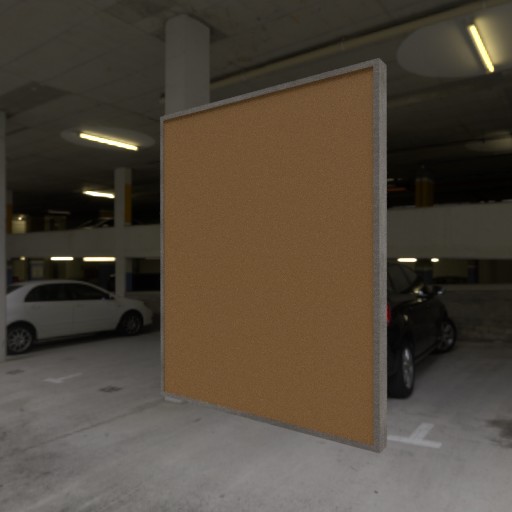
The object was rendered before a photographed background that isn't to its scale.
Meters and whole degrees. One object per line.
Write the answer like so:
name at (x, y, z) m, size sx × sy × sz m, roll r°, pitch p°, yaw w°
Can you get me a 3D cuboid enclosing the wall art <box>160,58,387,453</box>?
wall art at (0.000, 0.000, 0.719) m, size 0.421 × 0.521 × 0.032 m, roll 0°, pitch 0°, yaw 36°
